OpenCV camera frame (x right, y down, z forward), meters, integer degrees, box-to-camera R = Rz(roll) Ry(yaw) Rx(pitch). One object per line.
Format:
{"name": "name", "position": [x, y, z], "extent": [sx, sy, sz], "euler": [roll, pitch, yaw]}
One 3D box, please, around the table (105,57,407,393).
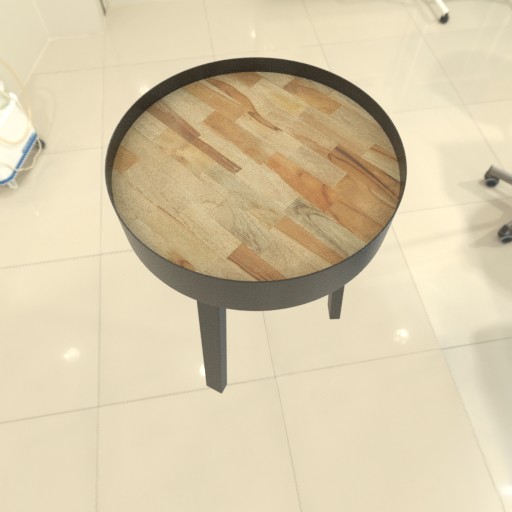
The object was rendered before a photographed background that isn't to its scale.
{"name": "table", "position": [0.000, 0.000, 0.844], "extent": [0.406, 0.559, 0.406], "euler": [0, 59, 0]}
